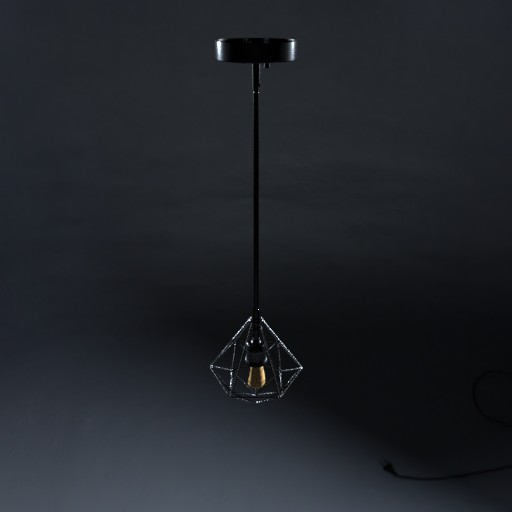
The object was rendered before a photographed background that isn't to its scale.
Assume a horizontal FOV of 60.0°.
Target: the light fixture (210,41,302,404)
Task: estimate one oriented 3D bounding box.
[{"bbox_3d":[0.000,0.000,2.013,0.487,1.764,0.431,1,30,1],"label":"light fixture"}]
